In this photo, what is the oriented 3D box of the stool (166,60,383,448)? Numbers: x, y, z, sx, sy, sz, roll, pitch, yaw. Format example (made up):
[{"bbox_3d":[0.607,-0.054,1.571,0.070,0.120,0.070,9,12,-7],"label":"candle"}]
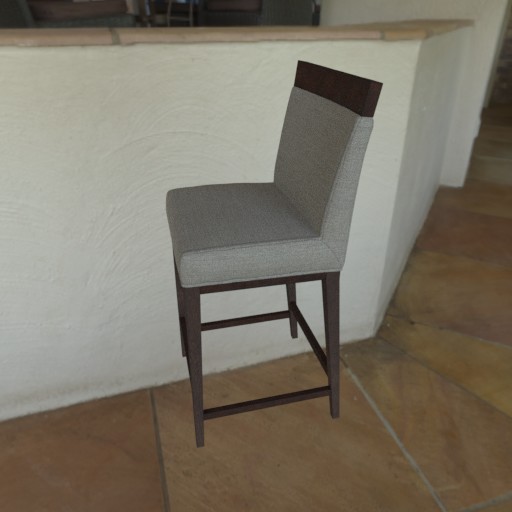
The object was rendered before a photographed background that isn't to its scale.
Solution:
[{"bbox_3d":[0.000,0.000,1.440,0.531,1.117,0.511,-7,30,-12],"label":"stool"}]
